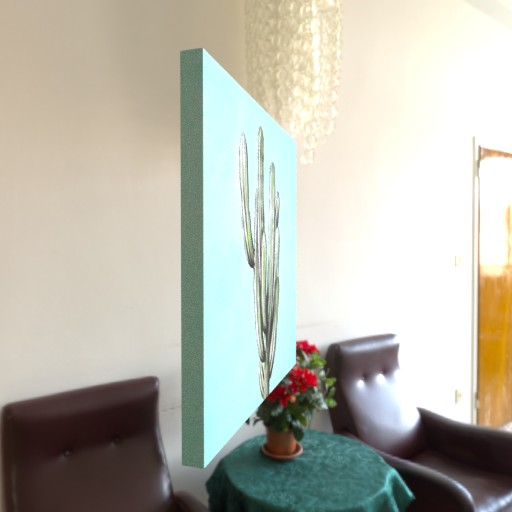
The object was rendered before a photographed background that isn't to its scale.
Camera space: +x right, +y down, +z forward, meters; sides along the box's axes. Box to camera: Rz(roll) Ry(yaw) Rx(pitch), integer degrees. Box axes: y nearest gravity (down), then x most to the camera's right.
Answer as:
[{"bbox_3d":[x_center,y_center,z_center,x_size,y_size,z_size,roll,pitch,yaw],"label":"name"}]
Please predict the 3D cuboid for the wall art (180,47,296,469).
[{"bbox_3d":[0.000,0.000,0.925,0.036,0.603,0.603,0,1,18],"label":"wall art"}]
